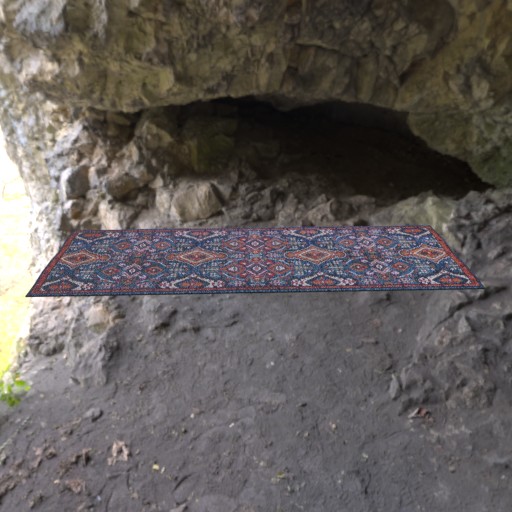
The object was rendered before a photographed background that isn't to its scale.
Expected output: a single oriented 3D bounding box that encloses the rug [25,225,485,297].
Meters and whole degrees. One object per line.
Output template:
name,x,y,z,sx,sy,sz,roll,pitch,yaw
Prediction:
rug,0.000,0.000,2.697,2.459,0.010,0.801,-1,29,-2
